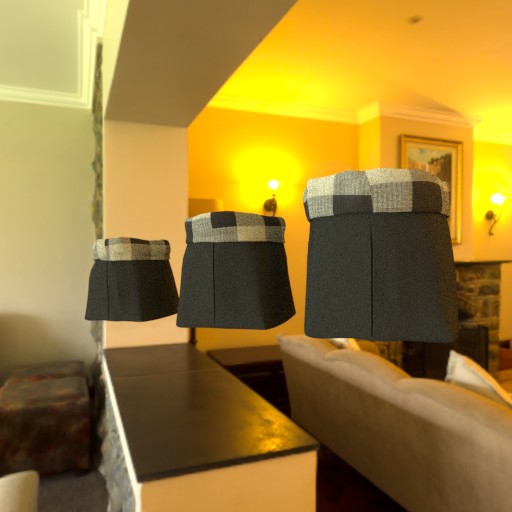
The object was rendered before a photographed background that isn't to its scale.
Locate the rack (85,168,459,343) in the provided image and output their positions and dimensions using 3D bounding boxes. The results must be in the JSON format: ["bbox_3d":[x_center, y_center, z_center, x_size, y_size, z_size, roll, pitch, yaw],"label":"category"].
[{"bbox_3d":[0.000,0.000,1.070,0.889,0.329,0.370,0,0,19],"label":"rack"}]
